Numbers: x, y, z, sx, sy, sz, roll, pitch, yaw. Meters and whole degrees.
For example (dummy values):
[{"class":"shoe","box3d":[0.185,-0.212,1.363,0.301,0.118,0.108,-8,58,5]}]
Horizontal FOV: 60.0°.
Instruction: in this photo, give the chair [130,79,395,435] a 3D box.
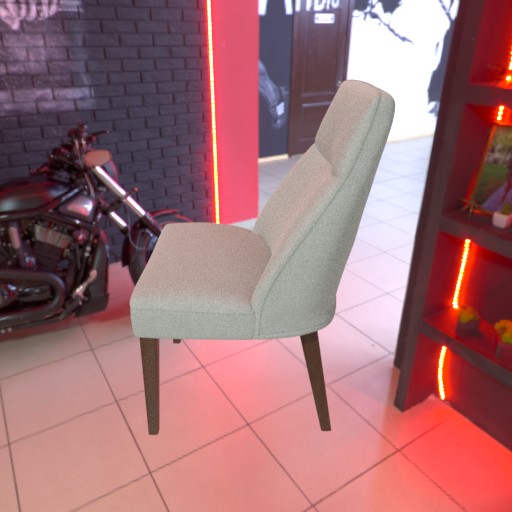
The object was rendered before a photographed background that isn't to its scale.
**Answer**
[{"class":"chair","box3d":[0.000,0.000,1.273,0.620,0.930,0.500,0,26,0]}]
